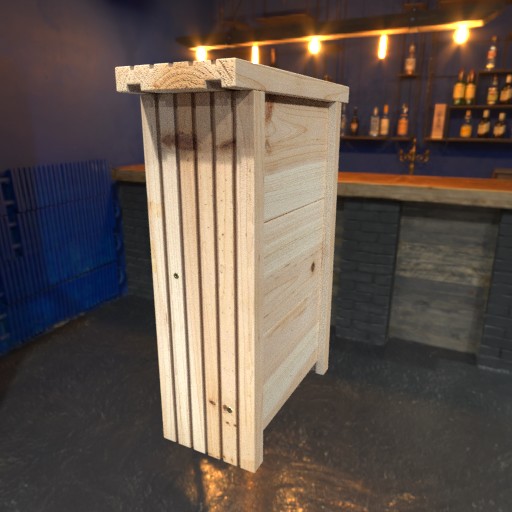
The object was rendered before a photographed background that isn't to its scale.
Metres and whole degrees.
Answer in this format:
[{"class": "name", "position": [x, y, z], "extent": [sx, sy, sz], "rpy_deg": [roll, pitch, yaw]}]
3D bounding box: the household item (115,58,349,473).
[{"class": "household item", "position": [0.000, 0.000, 0.547], "extent": [0.123, 0.407, 0.301], "rpy_deg": [8, 18, 26]}]
